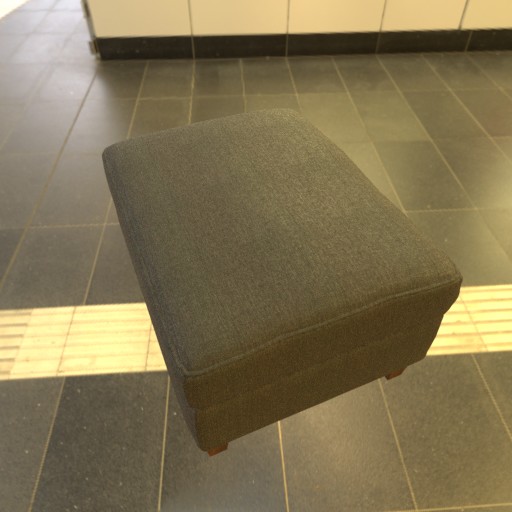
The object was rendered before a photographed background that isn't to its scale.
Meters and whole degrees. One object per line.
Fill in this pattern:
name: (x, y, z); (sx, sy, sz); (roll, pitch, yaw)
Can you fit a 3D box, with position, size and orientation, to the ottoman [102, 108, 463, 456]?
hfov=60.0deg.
ottoman: (0.000, 0.000, 1.221); (0.639, 0.496, 0.826); (-17, 48, -16)
